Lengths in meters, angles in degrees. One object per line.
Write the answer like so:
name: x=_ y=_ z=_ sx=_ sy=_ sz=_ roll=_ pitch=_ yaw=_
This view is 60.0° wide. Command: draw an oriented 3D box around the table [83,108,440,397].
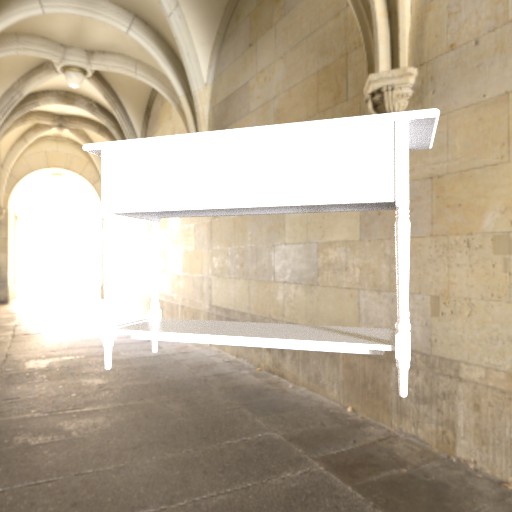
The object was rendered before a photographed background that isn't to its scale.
table: x=0.000 y=0.000 z=1.589 sx=1.197 sy=0.808 sz=0.384 roll=0 pitch=-1 yaw=19
